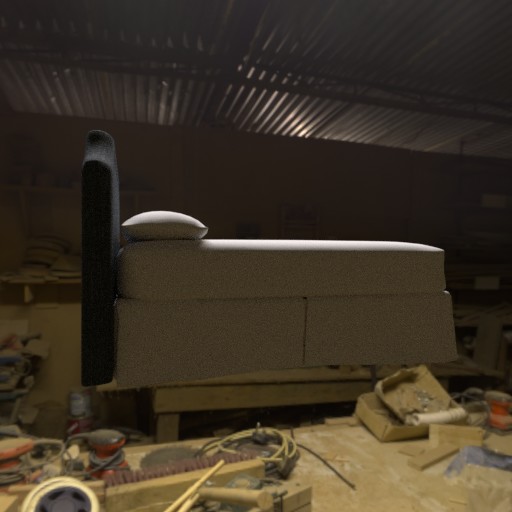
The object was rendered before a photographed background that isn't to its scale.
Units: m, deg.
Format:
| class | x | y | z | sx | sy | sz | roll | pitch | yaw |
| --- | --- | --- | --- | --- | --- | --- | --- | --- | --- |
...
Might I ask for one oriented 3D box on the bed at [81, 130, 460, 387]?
| class | x | y | z | sx | sy | sz | roll | pitch | yaw |
| --- | --- | --- | --- | --- | --- | --- | --- | --- | --- |
| bed | 0.000 | 0.000 | 3.219 | 2.208 | 1.297 | 1.828 | 0 | 0 | -16 |
